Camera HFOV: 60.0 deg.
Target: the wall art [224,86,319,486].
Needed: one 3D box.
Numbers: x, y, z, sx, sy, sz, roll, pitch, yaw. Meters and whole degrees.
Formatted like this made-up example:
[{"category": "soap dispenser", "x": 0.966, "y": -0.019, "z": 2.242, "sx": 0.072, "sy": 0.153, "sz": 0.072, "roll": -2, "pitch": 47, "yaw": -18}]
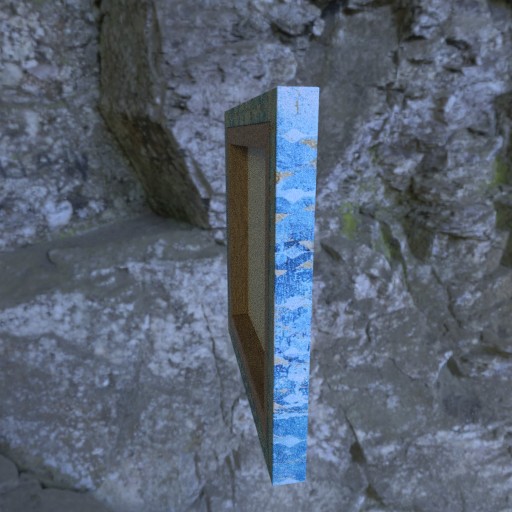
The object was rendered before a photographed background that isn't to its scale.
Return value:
[{"category": "wall art", "x": 0.000, "y": 0.000, "z": 0.620, "sx": 0.037, "sy": 0.405, "sz": 0.405, "roll": -3, "pitch": 15, "yaw": -10}]
